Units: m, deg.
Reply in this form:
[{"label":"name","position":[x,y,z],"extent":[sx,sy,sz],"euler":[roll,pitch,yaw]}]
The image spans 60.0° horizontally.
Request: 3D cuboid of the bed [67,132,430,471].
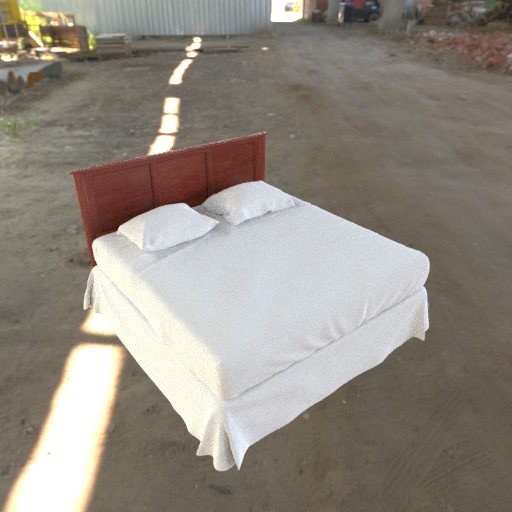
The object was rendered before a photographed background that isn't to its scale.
[{"label":"bed","position":[0.000,0.000,3.600],"extent":[2.314,1.271,2.219],"euler":[-21,36,-32]}]
